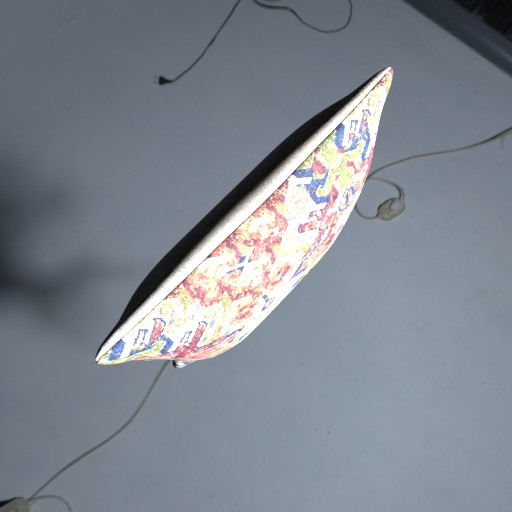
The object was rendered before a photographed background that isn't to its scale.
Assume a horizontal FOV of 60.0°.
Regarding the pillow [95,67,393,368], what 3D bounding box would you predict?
[{"bbox_3d":[0.000,0.000,0.776,0.166,0.506,0.523,43,80,9],"label":"pillow"}]
